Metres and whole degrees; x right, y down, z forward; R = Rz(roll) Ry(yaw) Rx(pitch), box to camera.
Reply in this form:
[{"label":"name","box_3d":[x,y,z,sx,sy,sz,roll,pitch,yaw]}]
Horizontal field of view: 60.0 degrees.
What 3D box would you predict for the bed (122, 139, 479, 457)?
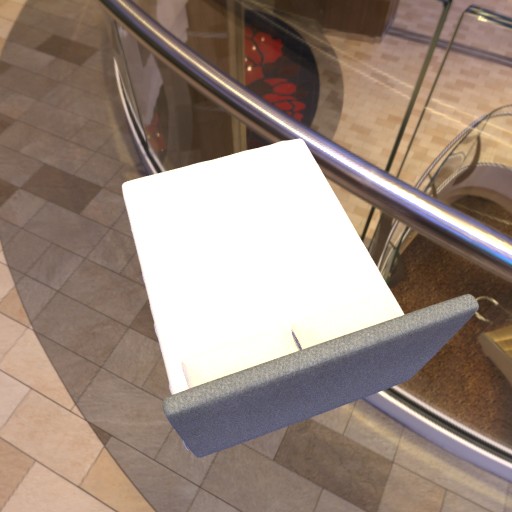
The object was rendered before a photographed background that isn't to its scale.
[{"label":"bed","box_3d":[0.000,0.000,3.176,1.723,1.330,2.142,-16,59,-10]}]
